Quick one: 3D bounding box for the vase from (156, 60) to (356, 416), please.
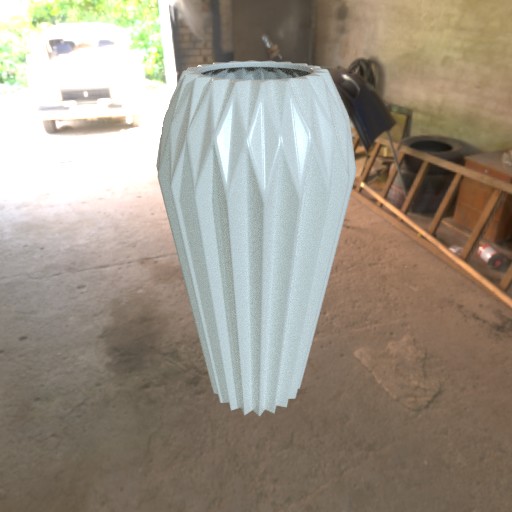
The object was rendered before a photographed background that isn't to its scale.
[{"bbox_3d":[0.000,0.000,0.336,0.133,0.263,0.133,0,31,0],"label":"vase"}]
